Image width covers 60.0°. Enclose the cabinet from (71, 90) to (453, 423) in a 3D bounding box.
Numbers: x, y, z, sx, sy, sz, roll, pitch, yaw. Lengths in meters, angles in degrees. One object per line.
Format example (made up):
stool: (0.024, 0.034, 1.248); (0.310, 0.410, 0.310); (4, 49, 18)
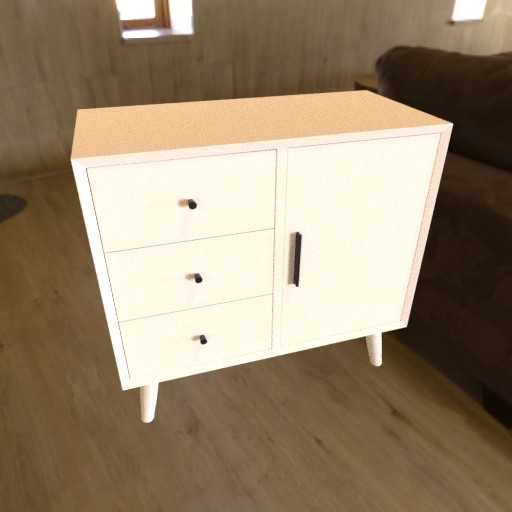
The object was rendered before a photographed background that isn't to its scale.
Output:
cabinet: (0.000, 0.000, 1.232); (0.800, 0.761, 0.398); (-9, 33, -15)
